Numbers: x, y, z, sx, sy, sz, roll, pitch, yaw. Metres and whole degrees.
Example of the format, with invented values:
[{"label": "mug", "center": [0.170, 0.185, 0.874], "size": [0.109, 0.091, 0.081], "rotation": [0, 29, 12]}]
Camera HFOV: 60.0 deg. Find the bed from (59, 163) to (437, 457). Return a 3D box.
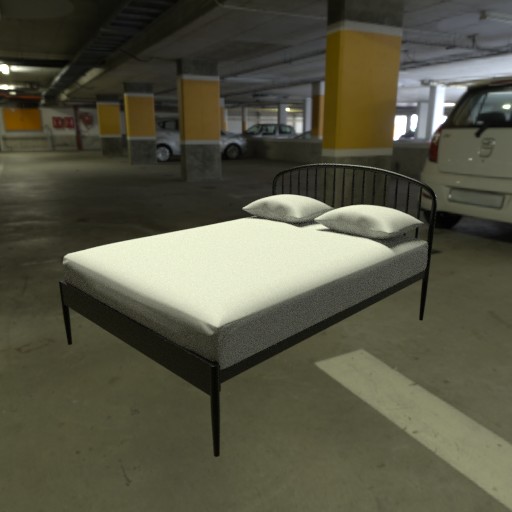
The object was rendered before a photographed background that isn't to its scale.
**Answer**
[{"label": "bed", "center": [0.000, 0.000, 3.142], "size": [1.618, 1.166, 2.159], "rotation": [15, 22, 42]}]
